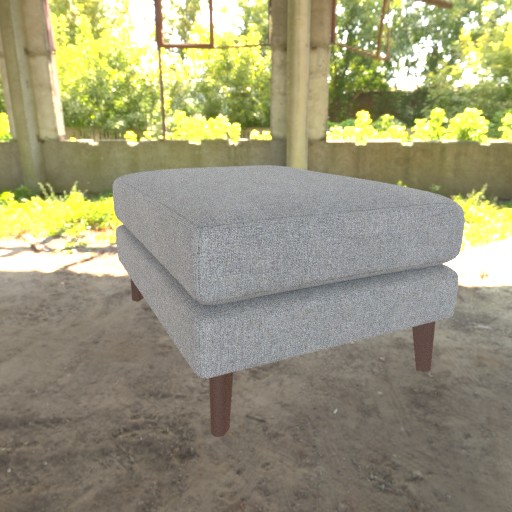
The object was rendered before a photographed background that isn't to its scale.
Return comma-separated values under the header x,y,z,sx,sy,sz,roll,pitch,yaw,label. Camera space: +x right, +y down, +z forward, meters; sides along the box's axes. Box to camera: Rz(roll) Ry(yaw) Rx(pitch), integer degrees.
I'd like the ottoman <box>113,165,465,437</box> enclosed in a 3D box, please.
x,y,z,sx,sy,sz,roll,pitch,yaw,label
0.000,0.000,1.195,0.611,0.441,0.821,-8,18,-25,ottoman
